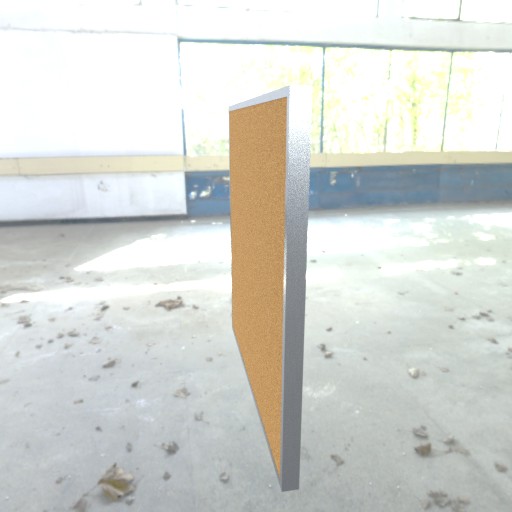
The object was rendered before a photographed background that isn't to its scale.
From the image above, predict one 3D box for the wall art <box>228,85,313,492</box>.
[{"bbox_3d":[0.000,0.000,1.209,0.038,0.806,0.806,-3,17,-10],"label":"wall art"}]
